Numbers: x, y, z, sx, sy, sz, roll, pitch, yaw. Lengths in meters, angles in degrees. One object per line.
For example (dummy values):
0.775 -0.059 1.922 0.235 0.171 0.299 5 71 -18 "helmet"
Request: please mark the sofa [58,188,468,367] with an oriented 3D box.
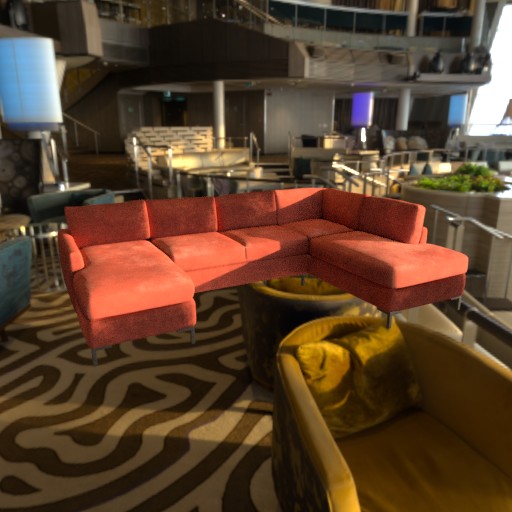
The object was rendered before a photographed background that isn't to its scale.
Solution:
0.000 0.000 3.802 2.971 0.858 1.981 -8 18 -27 "sofa"
